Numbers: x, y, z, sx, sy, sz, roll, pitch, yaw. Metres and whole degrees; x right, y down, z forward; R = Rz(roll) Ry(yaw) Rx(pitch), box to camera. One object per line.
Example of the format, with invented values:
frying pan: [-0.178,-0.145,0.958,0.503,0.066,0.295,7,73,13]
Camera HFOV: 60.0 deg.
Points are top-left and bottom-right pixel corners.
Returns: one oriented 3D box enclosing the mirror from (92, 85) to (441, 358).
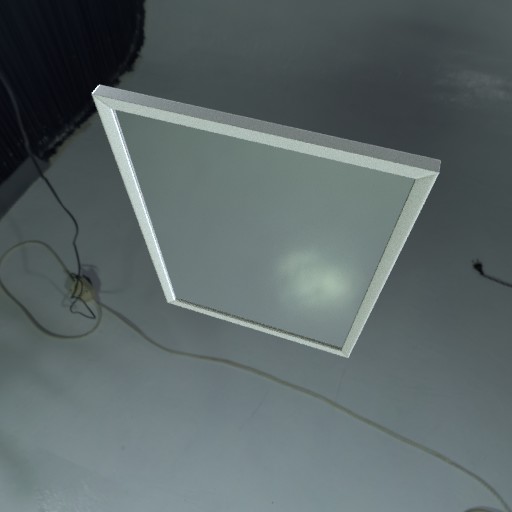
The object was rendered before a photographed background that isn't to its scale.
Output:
mirror: [0.000,0.000,1.362,0.762,1.016,0.040,15,58,10]
